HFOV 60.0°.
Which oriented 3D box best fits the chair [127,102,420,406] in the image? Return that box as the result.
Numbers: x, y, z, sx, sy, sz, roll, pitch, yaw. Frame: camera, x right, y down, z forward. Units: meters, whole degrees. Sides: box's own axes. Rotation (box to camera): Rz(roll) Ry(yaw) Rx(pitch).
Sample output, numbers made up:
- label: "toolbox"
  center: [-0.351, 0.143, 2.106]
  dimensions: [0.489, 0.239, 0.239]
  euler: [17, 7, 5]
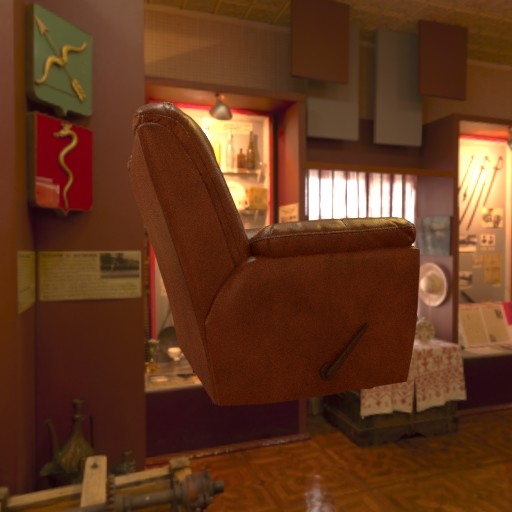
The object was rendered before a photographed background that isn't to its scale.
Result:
- label: "chair"
  center: [0.000, 0.000, 1.905]
  dimensions: [1.041, 1.093, 0.990]
  euler: [0, 1, -17]
